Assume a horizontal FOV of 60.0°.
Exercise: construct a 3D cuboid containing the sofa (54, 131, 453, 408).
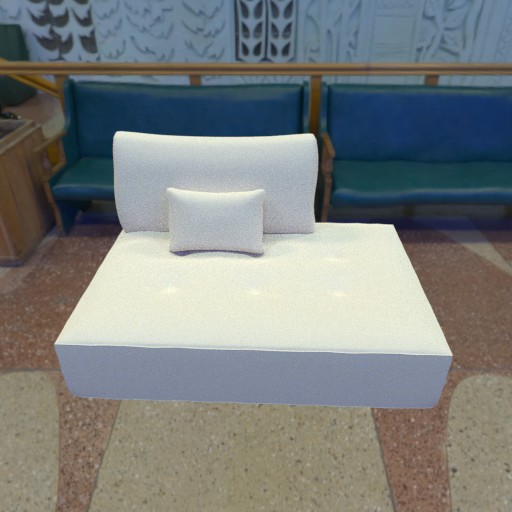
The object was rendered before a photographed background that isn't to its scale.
[{"bbox_3d":[0.000,0.000,1.969,1.450,0.820,1.000,1,33,2],"label":"sofa"}]
